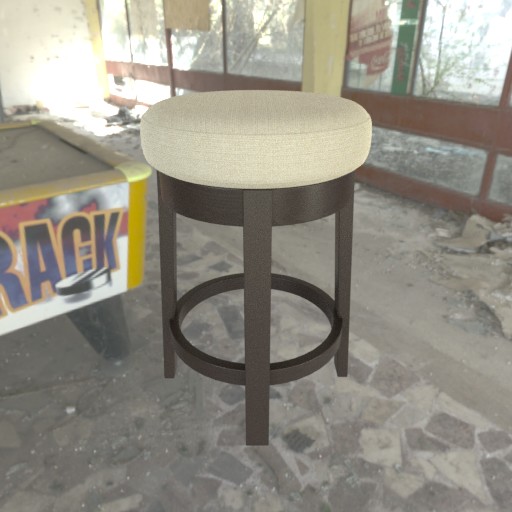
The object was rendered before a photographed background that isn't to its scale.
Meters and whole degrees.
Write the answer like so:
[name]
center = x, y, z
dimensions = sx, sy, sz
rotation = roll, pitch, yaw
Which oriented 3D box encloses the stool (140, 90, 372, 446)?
[stool]
center = 0.000, 0.000, 0.964
dimensions = 0.449, 0.655, 0.449
rotation = 0, 26, 0
